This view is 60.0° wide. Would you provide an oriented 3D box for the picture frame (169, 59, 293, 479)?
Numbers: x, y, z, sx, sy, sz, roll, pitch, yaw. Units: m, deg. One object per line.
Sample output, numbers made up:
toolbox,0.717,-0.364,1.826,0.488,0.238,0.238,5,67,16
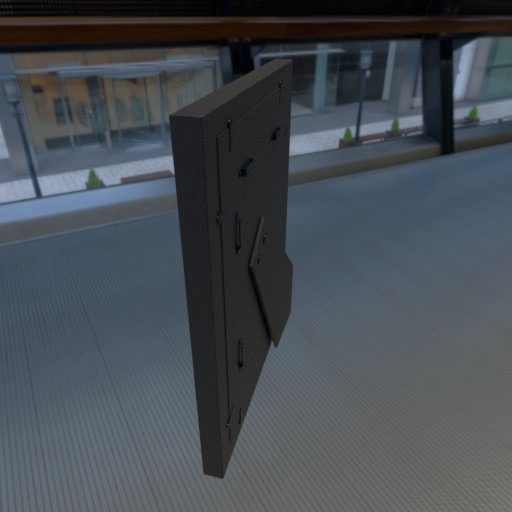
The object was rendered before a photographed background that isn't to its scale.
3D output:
picture frame,0.000,0.000,0.510,0.036,0.383,0.307,8,31,13
